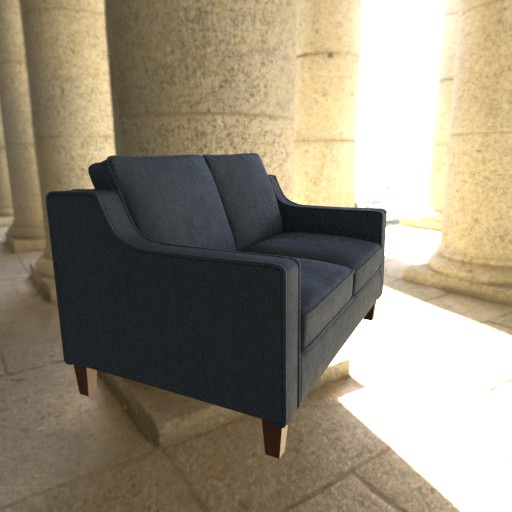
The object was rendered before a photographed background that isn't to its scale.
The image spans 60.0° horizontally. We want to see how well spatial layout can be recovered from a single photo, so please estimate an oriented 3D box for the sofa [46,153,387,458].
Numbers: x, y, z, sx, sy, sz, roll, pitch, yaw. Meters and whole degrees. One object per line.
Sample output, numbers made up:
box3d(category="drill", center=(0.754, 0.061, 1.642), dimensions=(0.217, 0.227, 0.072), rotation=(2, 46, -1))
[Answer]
box3d(category="sofa", center=(0.000, 0.000, 2.136), dimensions=(0.987, 0.971, 1.501), rotation=(6, 14, 26))
